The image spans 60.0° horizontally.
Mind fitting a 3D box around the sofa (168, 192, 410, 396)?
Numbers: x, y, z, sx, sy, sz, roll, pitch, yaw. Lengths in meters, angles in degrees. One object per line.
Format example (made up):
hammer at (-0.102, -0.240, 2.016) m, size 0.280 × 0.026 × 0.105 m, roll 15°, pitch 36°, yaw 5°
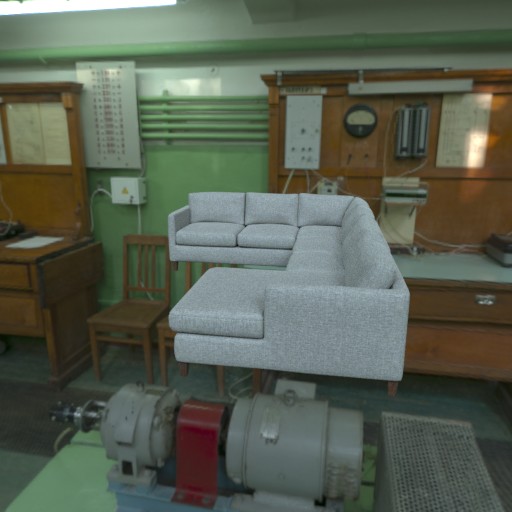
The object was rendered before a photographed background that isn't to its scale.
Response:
sofa at (0.000, 0.000, 4.660) m, size 2.593 × 0.959 × 3.460 m, roll 3°, pitch 15°, yaw 9°
